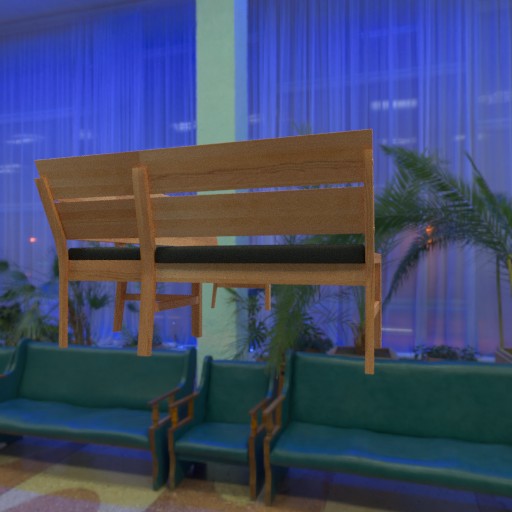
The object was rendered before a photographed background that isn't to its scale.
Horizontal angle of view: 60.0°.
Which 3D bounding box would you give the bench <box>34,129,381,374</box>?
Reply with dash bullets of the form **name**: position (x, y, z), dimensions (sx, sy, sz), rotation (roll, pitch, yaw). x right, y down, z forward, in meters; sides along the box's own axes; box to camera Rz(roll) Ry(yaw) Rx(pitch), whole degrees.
- **bench**: position (0.000, 0.000, 2.755), dimensions (1.548, 0.890, 1.948), rotation (0, -1, 19)
